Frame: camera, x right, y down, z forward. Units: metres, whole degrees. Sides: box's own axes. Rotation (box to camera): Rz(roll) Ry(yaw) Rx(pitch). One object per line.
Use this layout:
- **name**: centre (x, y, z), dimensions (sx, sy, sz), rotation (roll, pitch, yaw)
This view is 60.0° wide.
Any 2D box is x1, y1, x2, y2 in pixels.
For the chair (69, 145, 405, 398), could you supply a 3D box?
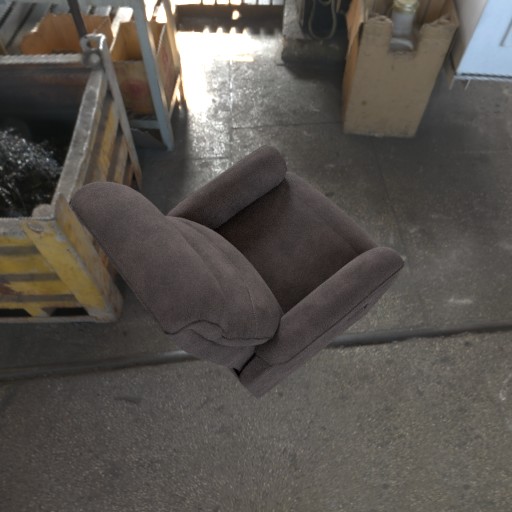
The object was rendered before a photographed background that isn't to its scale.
- **chair**: centre (0.000, 0.000, 1.758), dimensions (1.009, 1.035, 0.830), rotation (-34, 64, -20)
